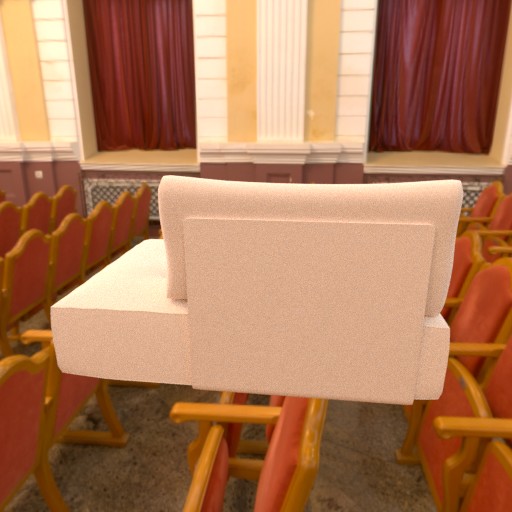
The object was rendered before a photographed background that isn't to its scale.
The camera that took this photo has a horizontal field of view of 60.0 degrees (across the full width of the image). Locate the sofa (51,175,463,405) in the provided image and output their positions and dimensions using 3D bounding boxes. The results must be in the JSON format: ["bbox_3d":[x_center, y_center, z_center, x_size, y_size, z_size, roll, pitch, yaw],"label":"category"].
[{"bbox_3d":[0.000,0.000,2.005,1.450,0.820,1.000,2,17,7],"label":"sofa"}]
